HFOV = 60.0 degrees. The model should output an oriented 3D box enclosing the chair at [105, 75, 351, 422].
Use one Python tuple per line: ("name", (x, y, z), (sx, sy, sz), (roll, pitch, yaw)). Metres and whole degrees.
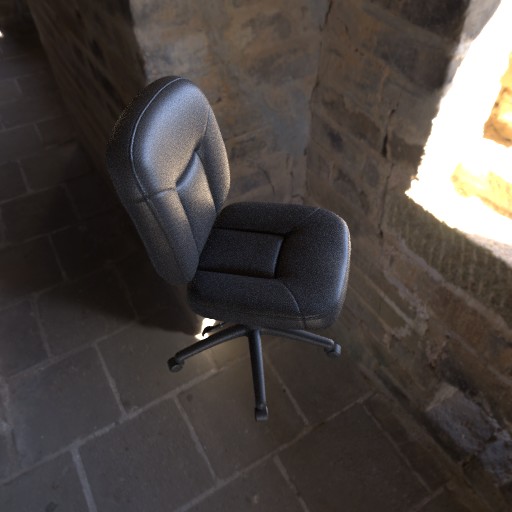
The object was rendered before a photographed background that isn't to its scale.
("chair", (0.000, 0.000, 1.366), (0.646, 0.959, 0.647), (9, 48, 8))
